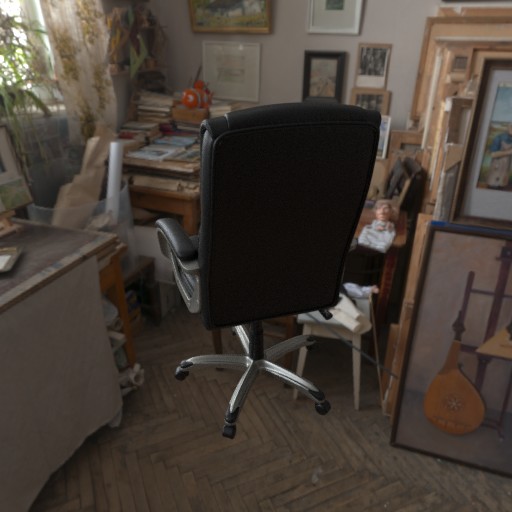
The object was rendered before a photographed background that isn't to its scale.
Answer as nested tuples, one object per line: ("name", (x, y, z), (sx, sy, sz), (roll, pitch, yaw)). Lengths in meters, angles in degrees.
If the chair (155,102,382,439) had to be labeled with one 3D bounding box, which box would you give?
("chair", (0.000, 0.000, 1.620), (0.663, 1.155, 0.739), (-8, 28, -16))
